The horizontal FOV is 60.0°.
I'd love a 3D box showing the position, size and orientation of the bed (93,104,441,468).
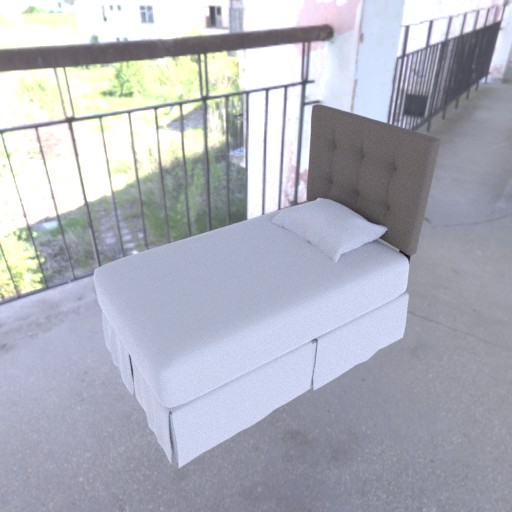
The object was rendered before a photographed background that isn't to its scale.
[{"bbox_3d":[0.000,0.000,3.025,1.997,1.571,1.261,-20,37,-29],"label":"bed"}]
